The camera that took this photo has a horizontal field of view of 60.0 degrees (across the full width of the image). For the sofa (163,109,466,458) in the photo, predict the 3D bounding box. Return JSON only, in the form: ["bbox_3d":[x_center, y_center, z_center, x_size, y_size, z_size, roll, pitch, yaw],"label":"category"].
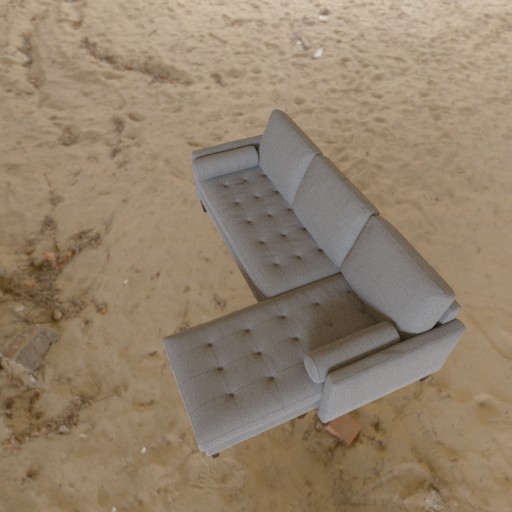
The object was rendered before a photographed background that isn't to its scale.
[{"bbox_3d":[0.000,0.000,2.946,1.506,0.875,2.178,-18,50,-16],"label":"sofa"}]
